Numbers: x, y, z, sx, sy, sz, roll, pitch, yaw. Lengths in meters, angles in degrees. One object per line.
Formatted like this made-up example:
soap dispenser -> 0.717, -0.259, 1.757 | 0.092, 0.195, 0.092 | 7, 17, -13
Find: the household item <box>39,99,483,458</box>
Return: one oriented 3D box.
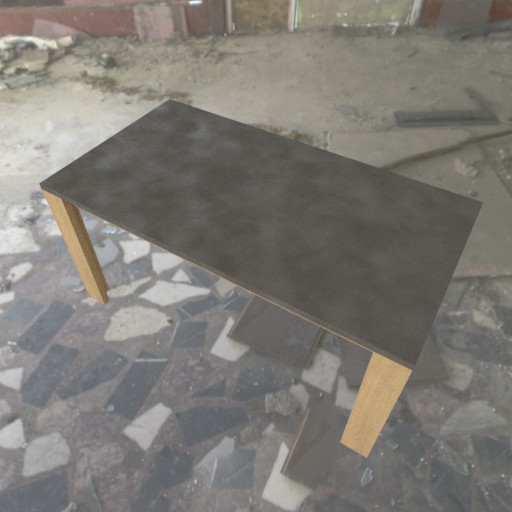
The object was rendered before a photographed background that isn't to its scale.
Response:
household item -> 0.000, 0.000, 2.080 | 1.600, 0.755, 0.850 | 24, 52, 21
